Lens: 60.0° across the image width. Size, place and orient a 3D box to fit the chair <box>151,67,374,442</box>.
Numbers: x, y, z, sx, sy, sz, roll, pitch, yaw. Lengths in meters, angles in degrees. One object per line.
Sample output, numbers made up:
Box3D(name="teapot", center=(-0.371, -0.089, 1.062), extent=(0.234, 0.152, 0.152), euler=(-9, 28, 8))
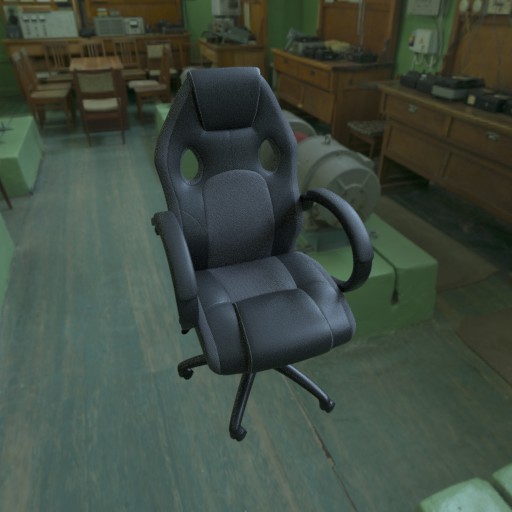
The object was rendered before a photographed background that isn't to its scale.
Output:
Box3D(name="chair", center=(0.000, 0.000, 1.609), extent=(0.673, 1.187, 0.724), euler=(-11, 33, -17))
